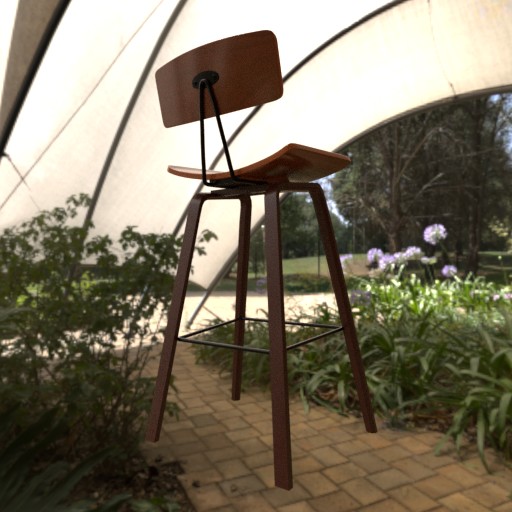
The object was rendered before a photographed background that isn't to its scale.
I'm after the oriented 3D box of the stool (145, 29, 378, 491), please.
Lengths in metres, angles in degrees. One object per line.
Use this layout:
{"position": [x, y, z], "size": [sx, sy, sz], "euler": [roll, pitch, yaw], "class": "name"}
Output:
{"position": [0.000, 0.000, 1.198], "size": [0.509, 0.969, 0.440], "euler": [0, -1, 36], "class": "stool"}
